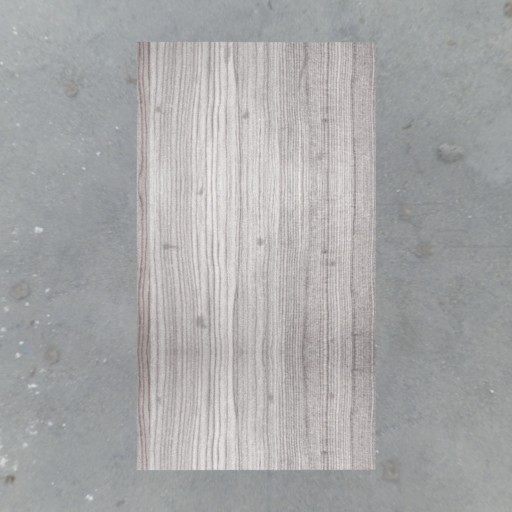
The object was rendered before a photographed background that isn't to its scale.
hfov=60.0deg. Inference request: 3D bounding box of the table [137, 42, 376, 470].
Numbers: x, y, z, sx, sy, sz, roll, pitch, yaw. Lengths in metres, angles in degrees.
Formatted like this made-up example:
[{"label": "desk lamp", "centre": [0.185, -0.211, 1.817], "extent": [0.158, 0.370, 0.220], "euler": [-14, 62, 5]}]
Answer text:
[{"label": "table", "centre": [0.000, 0.000, 2.003], "extent": [0.881, 0.736, 1.579], "euler": [0, 90, 0]}]
